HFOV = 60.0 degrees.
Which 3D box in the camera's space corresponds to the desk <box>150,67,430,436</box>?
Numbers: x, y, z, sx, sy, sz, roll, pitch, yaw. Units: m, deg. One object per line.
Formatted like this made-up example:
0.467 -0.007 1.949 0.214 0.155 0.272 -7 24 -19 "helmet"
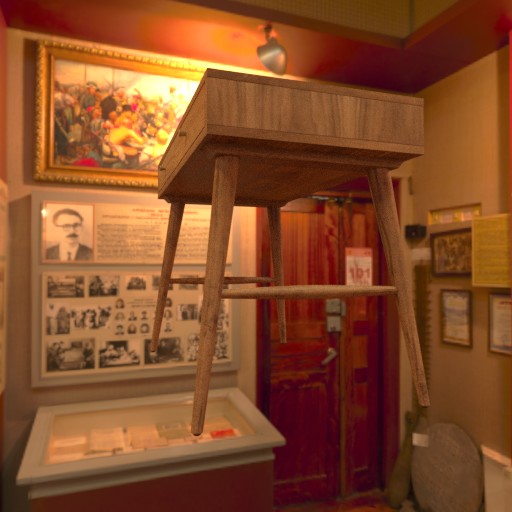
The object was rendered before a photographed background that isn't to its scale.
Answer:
0.000 0.000 1.443 0.588 0.758 0.949 0 -1 -18 "desk"
